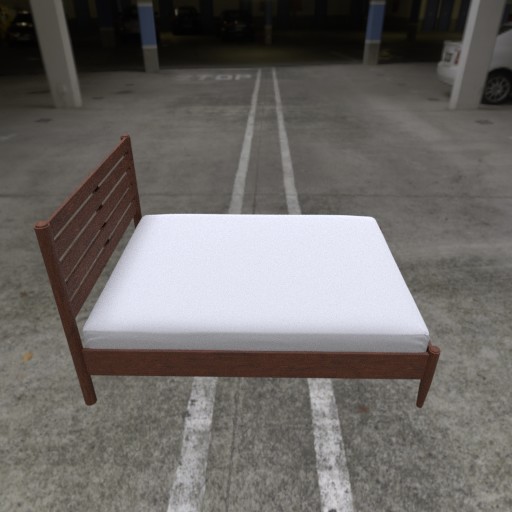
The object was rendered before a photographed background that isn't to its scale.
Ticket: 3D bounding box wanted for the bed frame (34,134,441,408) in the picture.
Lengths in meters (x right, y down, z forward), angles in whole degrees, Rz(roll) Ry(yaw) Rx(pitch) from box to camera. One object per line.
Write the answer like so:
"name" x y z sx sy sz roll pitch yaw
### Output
"bed frame" 0.000 0.000 3.256 2.234 1.321 1.655 1 31 1
